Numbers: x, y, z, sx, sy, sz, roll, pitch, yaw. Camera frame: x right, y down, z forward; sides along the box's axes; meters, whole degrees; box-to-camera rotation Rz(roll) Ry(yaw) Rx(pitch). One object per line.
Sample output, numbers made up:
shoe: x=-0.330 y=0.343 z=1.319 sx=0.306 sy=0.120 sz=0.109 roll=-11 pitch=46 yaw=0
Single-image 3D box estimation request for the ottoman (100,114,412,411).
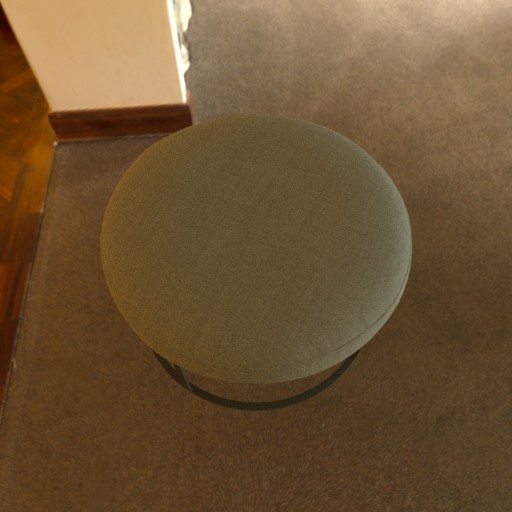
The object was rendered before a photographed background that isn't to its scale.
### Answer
ottoman: x=0.000 y=0.000 z=1.234 sx=0.772 sy=0.460 sz=0.772 roll=0 pitch=58 yaw=0
